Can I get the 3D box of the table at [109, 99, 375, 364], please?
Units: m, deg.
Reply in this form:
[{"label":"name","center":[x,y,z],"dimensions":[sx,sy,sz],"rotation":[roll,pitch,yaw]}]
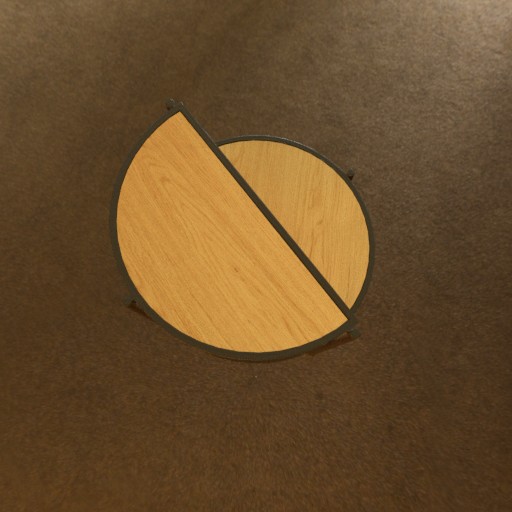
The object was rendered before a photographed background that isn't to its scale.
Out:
[{"label":"table","center":[0.000,0.000,1.194],"dimensions":[0.628,0.684,0.629],"rotation":[-36,78,-9]}]
